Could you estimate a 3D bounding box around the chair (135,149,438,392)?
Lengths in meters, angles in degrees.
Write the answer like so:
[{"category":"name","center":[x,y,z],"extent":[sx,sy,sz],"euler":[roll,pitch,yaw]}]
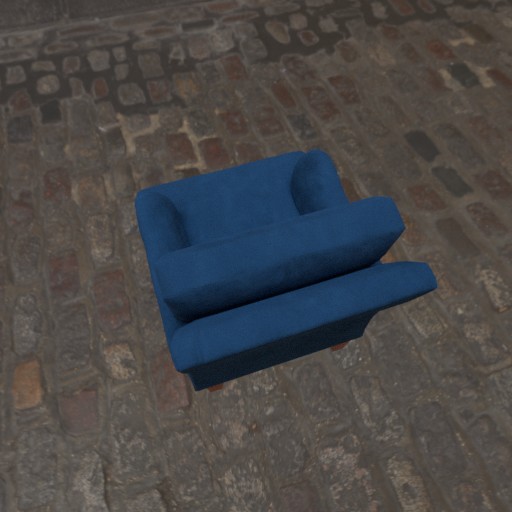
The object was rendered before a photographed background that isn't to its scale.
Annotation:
[{"category":"chair","center":[0.000,0.000,1.926],"extent":[0.895,1.076,1.078],"euler":[-16,60,-10]}]
